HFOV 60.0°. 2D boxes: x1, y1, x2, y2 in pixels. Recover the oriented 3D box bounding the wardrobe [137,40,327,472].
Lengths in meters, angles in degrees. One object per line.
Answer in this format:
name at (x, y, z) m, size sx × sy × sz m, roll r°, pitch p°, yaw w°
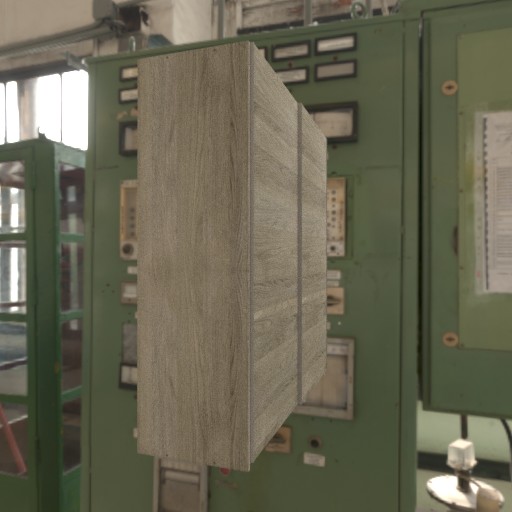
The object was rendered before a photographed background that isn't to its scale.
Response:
wardrobe at (0.000, 0.000, 2.936) m, size 0.629 × 1.960 × 1.780 m, roll 0°, pitch 0°, yaw 19°
